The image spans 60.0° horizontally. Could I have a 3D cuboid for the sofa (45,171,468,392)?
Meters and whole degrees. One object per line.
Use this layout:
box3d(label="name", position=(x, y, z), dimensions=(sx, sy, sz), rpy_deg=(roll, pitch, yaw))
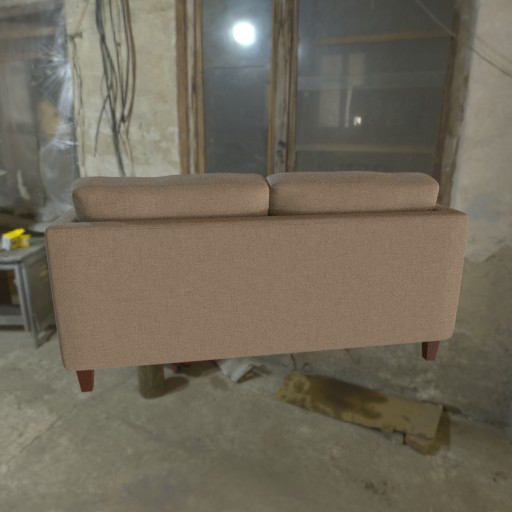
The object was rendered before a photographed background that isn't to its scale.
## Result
box3d(label="sofa", position=(0.000, 0.000, 2.411), dimensions=(1.884, 0.947, 0.951), rpy_deg=(-3, 16, -9))
